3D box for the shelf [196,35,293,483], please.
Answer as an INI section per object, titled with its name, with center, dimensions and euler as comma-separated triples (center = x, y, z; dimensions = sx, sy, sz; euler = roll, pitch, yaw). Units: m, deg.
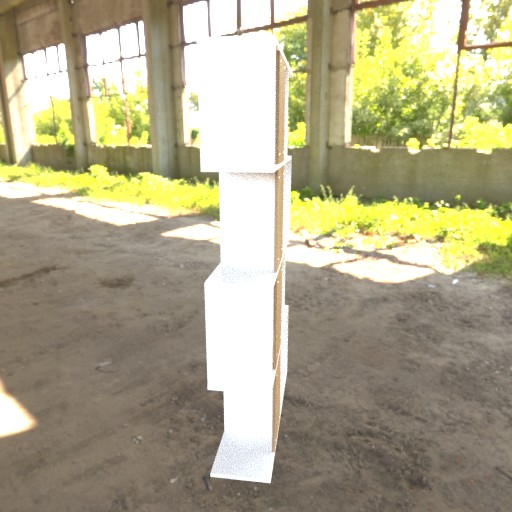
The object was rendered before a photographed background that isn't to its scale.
[shelf]
center = 0.000, 0.000, 2.013
dimensions = 0.250, 1.650, 0.890
euler = 2, 15, 8
